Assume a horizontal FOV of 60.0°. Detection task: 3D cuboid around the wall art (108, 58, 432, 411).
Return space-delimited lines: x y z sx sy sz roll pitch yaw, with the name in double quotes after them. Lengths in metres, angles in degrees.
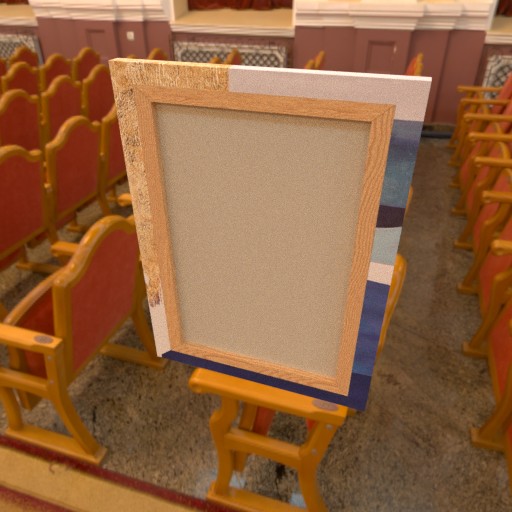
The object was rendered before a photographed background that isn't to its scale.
0.000 0.000 0.775 0.458 0.613 0.026 10 34 16 "wall art"
